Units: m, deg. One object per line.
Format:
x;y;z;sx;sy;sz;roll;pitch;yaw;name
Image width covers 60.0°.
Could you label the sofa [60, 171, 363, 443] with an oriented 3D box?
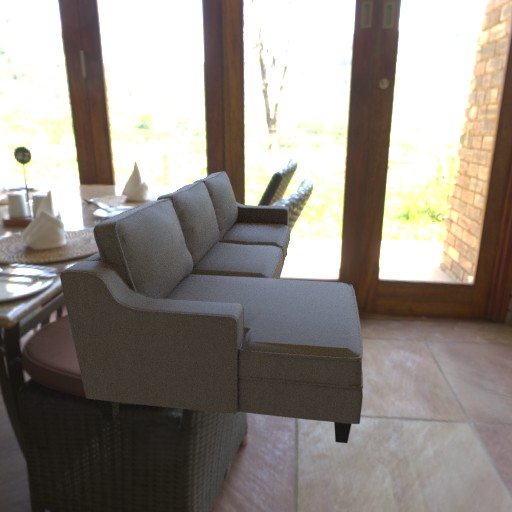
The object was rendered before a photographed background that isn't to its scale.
0.000;0.000;3.052;1.294;0.928;2.561;3;17;8;sofa
